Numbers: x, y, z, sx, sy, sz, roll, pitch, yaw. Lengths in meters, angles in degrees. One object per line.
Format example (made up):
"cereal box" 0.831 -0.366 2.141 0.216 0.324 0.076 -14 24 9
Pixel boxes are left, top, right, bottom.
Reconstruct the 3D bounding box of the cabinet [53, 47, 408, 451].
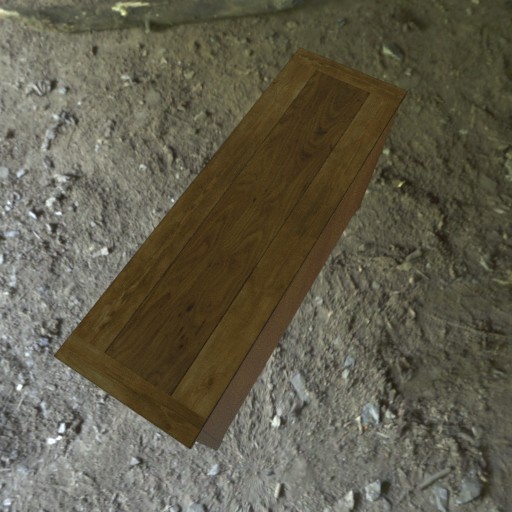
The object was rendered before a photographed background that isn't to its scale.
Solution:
"cabinet" 0.000 0.000 1.851 0.480 0.813 1.474 28 68 13
